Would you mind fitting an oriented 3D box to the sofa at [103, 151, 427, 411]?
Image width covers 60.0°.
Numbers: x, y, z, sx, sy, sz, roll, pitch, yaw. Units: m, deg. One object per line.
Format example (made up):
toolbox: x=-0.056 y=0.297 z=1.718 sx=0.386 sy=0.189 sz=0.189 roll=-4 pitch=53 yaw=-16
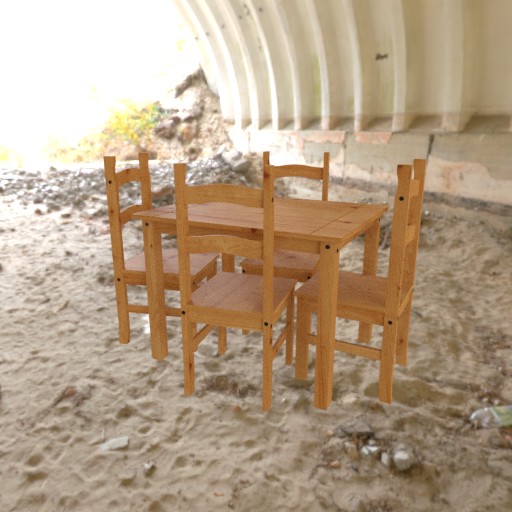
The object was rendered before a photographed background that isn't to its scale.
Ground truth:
sofa: x=0.000 y=0.000 z=2.275 sx=1.529 sy=1.000 sz=1.144 roll=8 pitch=18 yaw=27
